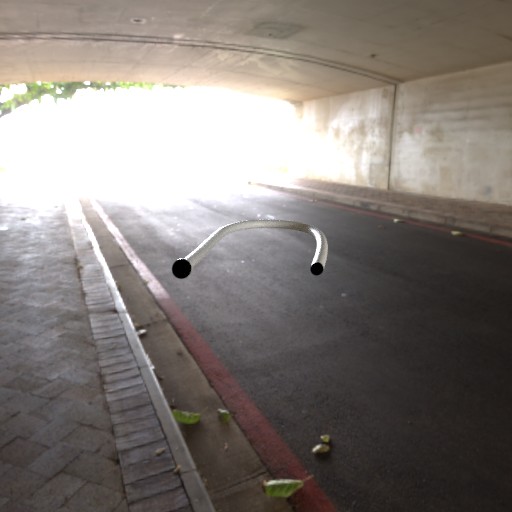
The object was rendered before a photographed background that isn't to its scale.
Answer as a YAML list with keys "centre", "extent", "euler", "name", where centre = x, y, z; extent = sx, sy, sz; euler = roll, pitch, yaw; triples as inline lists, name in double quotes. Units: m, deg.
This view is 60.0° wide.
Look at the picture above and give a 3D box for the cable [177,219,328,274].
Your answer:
- centre: [0.000, 0.000, 0.112]
  extent: [0.041, 0.005, 0.098]
  euler: [2, 14, 8]
  name: "cable"
